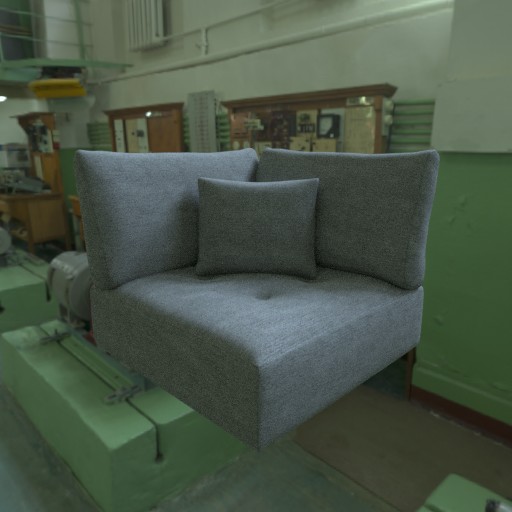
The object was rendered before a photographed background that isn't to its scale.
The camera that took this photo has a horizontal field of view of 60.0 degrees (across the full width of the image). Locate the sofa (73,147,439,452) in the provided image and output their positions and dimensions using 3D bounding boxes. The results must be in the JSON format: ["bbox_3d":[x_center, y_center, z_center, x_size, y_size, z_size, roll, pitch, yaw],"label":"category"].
[{"bbox_3d":[0.000,0.000,1.744,1.000,0.820,1.000,14,20,43],"label":"sofa"}]
